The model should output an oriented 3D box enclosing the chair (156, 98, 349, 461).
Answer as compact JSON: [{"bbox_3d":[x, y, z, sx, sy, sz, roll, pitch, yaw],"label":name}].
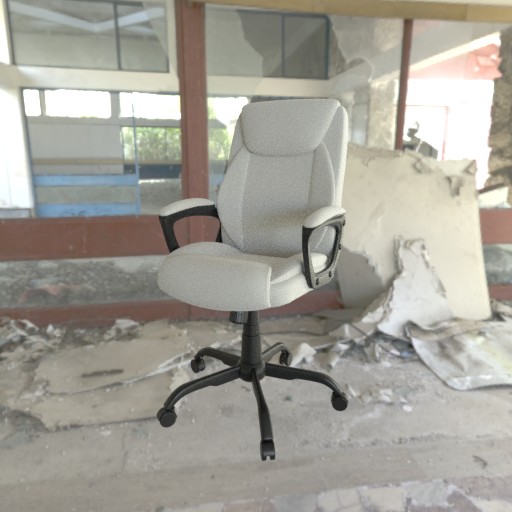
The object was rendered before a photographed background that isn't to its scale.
[{"bbox_3d":[0.000,0.000,1.515,0.663,1.065,0.669,7,15,26],"label":"chair"}]
